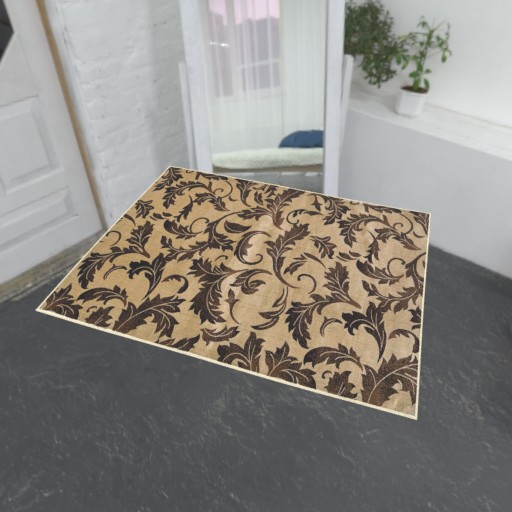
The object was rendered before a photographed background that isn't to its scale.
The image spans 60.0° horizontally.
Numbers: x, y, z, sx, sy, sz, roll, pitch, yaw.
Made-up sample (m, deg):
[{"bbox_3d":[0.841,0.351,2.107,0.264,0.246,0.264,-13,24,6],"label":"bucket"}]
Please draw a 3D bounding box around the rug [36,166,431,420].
[{"bbox_3d":[0.000,0.000,4.045,2.977,0.008,2.380,13,43,14],"label":"rug"}]
